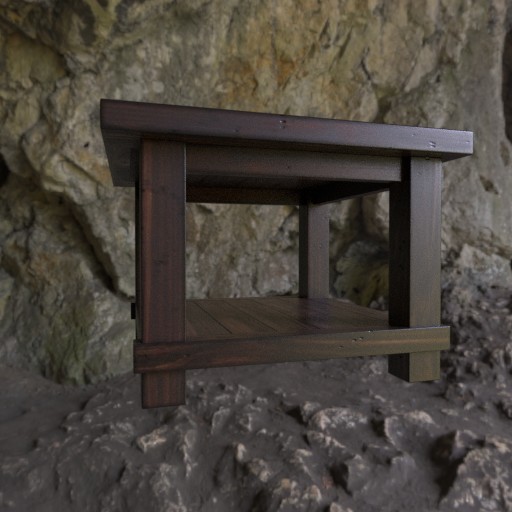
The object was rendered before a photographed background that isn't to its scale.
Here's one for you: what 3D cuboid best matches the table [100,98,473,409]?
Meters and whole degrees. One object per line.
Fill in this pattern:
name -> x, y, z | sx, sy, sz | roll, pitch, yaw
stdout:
table -> 0.000, 0.000, 0.964 | 0.606, 0.437, 0.593 | 0, 1, -16
